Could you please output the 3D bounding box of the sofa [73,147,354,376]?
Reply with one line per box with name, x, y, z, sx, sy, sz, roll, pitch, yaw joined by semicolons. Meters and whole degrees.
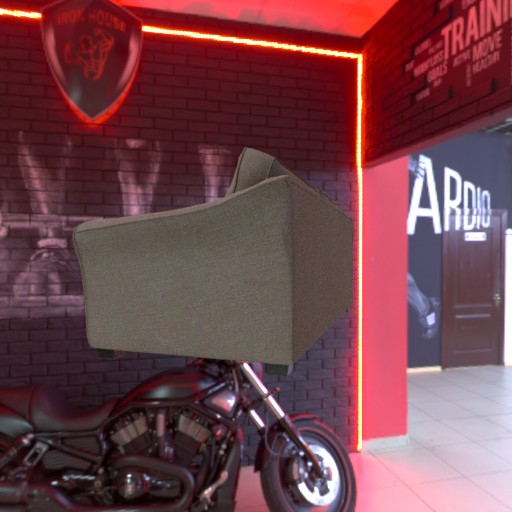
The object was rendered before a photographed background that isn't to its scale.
sofa;0.000;0.000;2.796;0.986;0.906;2.270;0;0;18
